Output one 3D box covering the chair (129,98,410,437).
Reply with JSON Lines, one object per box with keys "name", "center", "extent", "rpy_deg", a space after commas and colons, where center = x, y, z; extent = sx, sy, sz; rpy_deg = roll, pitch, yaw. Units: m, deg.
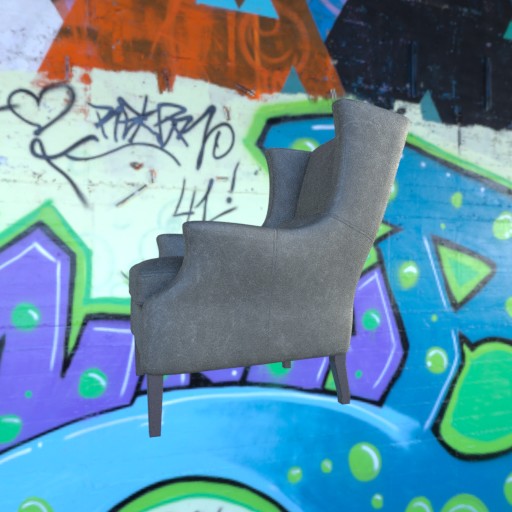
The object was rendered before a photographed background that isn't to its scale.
{"name": "chair", "center": [0.000, 0.000, 1.711], "extent": [0.926, 1.016, 0.853], "rpy_deg": [0, 0, -18]}
